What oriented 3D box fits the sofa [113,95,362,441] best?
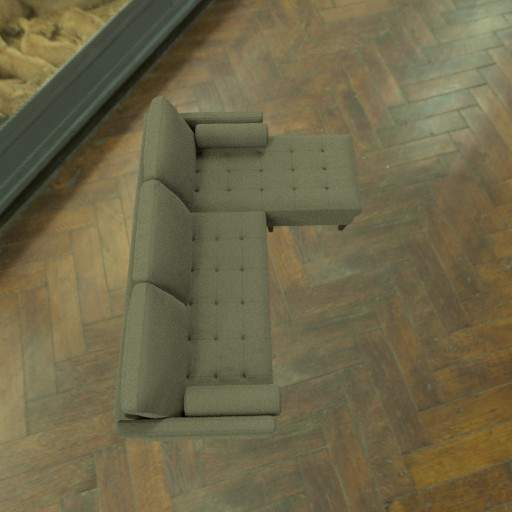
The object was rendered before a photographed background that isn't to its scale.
[{"bbox_3d":[0.000,0.000,2.889,1.506,0.875,2.178,-1,65,-1],"label":"sofa"}]
